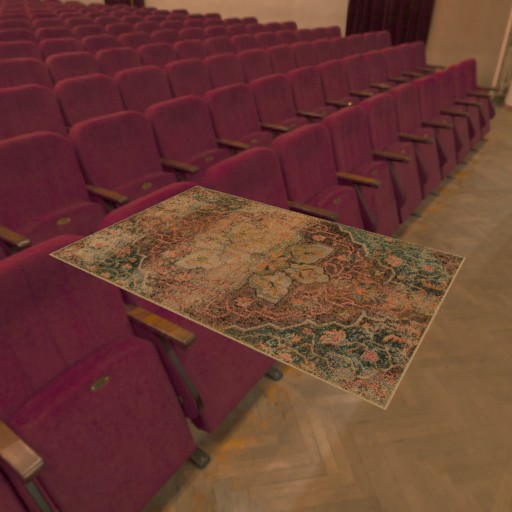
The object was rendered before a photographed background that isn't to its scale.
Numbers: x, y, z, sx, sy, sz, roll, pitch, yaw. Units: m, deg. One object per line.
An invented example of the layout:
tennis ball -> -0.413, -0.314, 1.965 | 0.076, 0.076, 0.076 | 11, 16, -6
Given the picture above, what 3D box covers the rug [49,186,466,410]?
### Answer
rug -> 0.000, 0.000, 2.965 | 2.363, 0.004, 1.566 | 19, 35, 30
